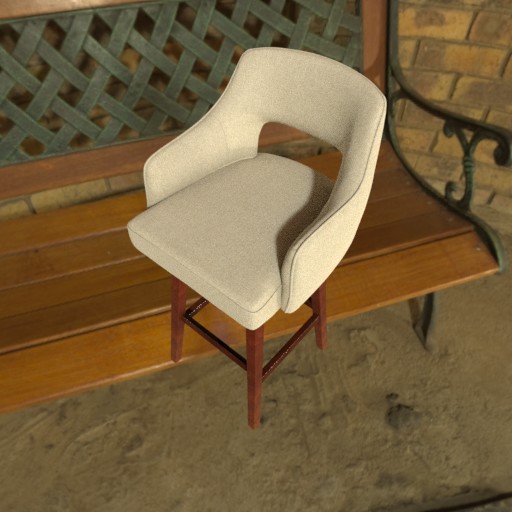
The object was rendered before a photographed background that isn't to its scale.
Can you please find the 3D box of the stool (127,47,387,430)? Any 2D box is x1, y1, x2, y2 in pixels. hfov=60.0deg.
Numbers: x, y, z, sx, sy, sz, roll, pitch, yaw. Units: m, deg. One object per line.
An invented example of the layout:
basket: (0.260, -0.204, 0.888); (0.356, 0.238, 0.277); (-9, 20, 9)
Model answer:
stool: (0.000, 0.000, 1.362); (0.550, 1.041, 0.560); (32, 55, 26)
